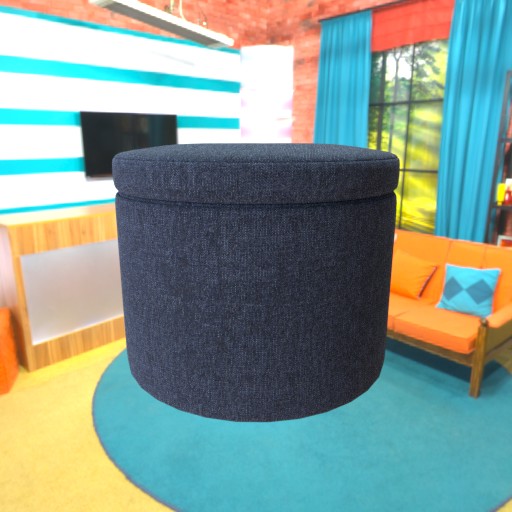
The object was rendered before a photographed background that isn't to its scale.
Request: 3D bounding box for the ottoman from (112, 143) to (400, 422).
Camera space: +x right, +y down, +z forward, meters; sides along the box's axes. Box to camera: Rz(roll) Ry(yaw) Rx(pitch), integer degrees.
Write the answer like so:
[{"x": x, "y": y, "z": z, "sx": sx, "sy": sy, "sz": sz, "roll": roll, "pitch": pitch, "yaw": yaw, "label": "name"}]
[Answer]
[{"x": 0.000, "y": 0.000, "z": 0.850, "sx": 0.500, "sy": 0.419, "sz": 0.500, "roll": 0, "pitch": 14, "yaw": 0, "label": "ottoman"}]
